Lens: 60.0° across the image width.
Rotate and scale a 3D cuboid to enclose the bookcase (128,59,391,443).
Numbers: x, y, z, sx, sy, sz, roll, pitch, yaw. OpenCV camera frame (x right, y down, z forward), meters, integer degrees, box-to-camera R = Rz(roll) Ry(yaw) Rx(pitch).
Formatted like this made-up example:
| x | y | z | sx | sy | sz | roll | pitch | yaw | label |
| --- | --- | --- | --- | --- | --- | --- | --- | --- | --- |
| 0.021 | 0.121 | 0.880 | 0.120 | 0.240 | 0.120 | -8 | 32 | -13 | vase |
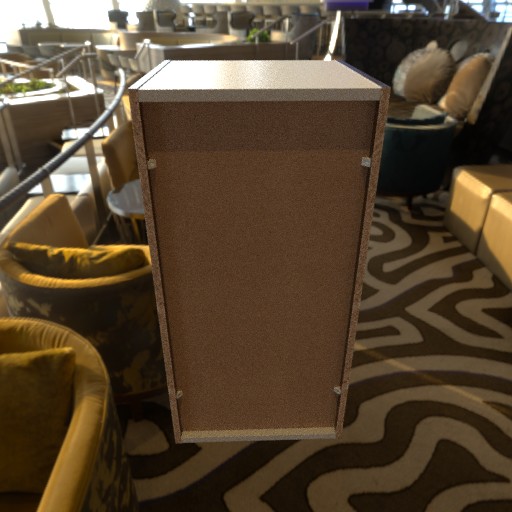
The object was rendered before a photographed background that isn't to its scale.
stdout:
| x | y | z | sx | sy | sz | roll | pitch | yaw | label |
| --- | --- | --- | --- | --- | --- | --- | --- | --- | --- |
| 0.000 | 0.000 | 0.773 | 0.300 | 0.600 | 0.290 | -1 | 30 | -2 | bookcase |
